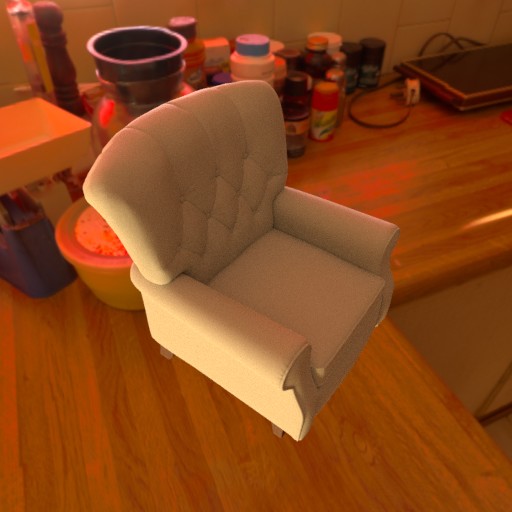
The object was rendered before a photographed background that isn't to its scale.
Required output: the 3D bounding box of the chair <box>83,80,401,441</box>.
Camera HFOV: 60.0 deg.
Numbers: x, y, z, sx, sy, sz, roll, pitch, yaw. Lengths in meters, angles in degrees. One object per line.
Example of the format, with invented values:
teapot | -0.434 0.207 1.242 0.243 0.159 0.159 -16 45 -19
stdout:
chair | 0.000 0.000 2.051 1.128 1.217 1.090 27 49 26
